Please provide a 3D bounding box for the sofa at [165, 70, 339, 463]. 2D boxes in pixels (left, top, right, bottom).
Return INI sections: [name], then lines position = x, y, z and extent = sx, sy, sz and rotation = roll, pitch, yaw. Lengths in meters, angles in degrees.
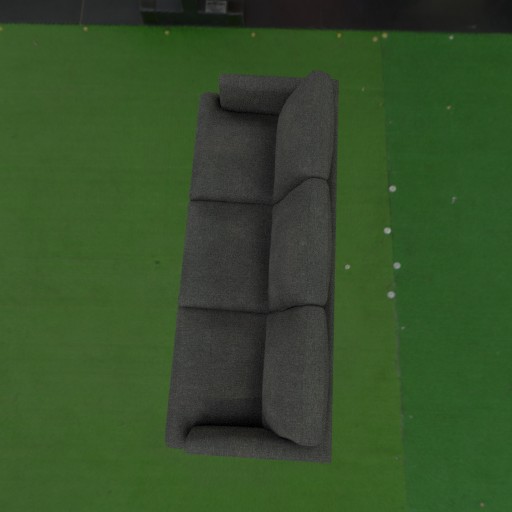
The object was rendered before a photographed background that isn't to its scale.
[sofa]
position = 0.000, 0.000, 2.699
extent = 0.903, 0.930, 2.246
rotation = 3, 76, 1
